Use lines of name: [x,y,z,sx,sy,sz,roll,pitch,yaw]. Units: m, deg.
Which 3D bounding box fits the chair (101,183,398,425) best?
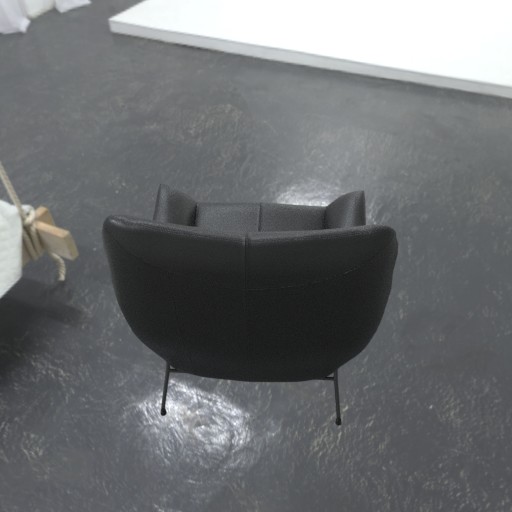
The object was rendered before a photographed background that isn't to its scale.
chair: [0.000,0.000,1.552,0.836,0.922,0.826,2,46,2]
